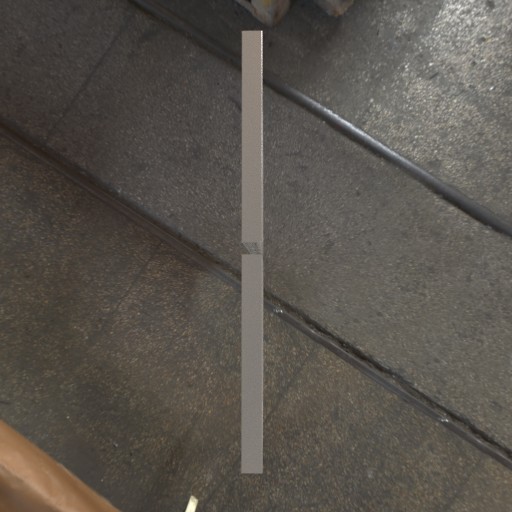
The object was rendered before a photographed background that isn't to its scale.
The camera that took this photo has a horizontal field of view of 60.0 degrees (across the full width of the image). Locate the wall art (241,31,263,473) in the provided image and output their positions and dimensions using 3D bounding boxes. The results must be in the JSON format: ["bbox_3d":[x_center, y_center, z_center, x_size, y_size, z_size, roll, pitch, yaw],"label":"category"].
[{"bbox_3d":[0.000,0.000,0.917,0.029,0.611,0.611,0,88,1],"label":"wall art"}]
